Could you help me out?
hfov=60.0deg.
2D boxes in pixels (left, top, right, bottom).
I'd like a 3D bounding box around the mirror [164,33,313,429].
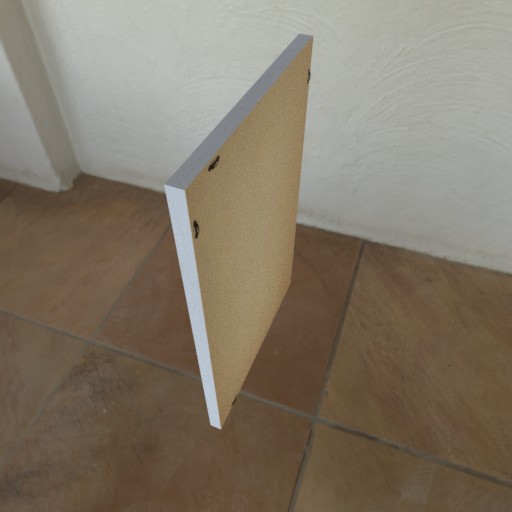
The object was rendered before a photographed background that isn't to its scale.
[{"bbox_3d":[0.000,0.000,1.181,0.040,0.915,0.609,17,50,15],"label":"mirror"}]
